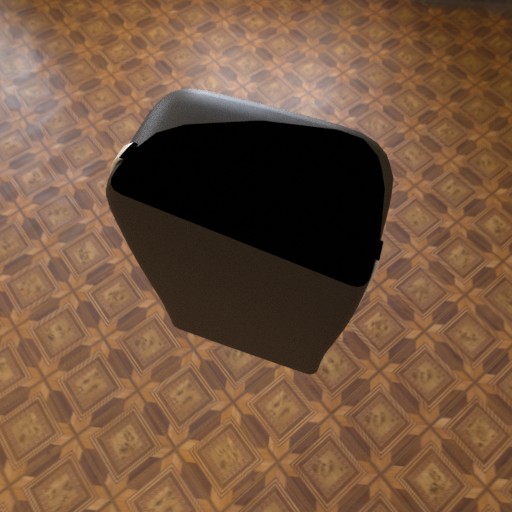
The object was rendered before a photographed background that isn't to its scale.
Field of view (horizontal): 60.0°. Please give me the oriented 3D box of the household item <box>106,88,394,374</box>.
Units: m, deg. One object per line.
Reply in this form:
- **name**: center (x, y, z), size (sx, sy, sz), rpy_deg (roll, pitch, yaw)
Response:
- **household item**: center (0.000, 0.000, 0.148), size (0.070, 0.114, 0.038), rpy_deg (17, 64, 9)
